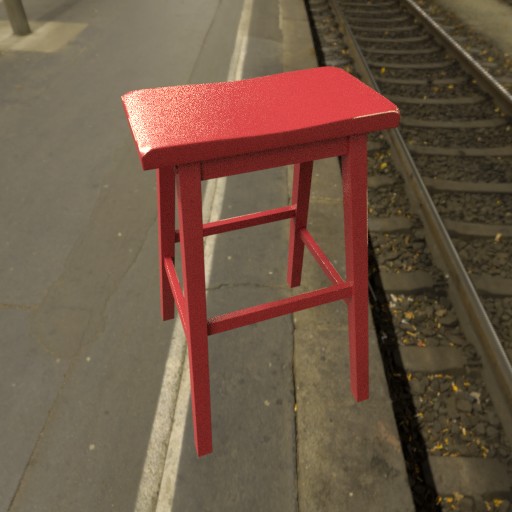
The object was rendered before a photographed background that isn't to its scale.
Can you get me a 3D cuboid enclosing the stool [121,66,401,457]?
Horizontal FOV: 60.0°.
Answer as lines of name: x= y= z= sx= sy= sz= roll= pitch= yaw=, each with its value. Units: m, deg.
stool: x=0.000 y=0.000 z=1.028 sx=0.457 sy=0.737 sz=0.476 roll=-13 pitch=43 yaw=-15
